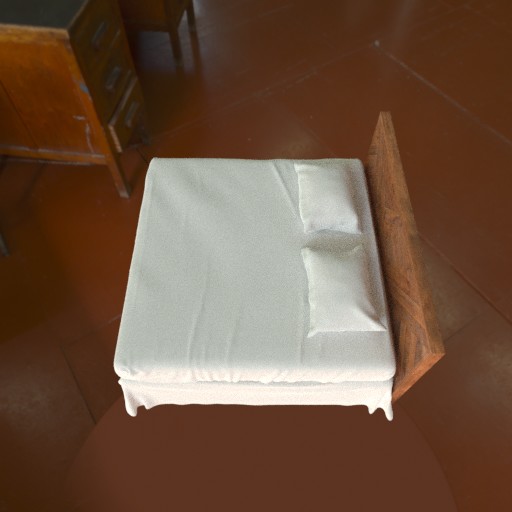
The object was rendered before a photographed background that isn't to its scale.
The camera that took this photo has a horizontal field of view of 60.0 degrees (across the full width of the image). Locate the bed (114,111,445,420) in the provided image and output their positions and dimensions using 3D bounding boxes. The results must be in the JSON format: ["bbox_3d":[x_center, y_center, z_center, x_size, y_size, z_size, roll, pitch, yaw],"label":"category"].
[{"bbox_3d":[0.000,0.000,3.500,2.165,1.158,2.255,0,58,0],"label":"bed"}]
